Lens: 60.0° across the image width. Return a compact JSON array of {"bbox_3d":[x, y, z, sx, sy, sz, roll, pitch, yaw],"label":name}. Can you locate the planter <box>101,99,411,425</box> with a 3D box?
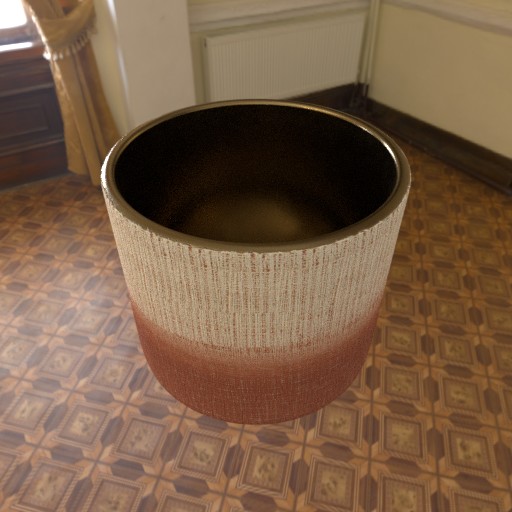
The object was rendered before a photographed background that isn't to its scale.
[{"bbox_3d":[0.000,0.000,0.438,0.254,0.221,0.254,0,41,0],"label":"planter"}]
